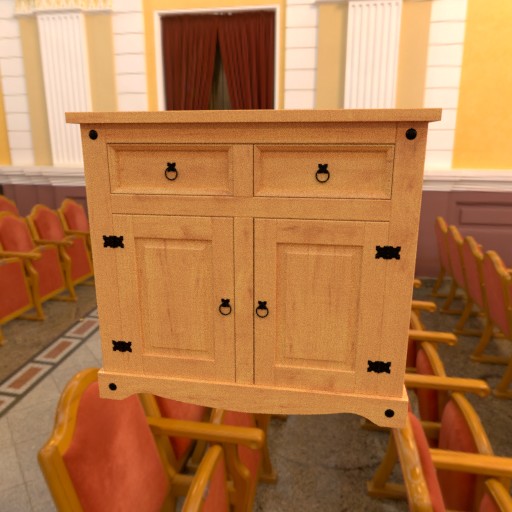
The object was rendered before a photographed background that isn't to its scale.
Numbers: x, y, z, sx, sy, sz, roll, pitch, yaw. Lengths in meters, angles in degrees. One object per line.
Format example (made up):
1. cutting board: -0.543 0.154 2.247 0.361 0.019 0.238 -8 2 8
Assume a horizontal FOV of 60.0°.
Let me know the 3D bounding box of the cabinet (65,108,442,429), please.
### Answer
1. cabinet: 0.000 0.000 1.384 0.920 0.840 0.450 2 15 9
